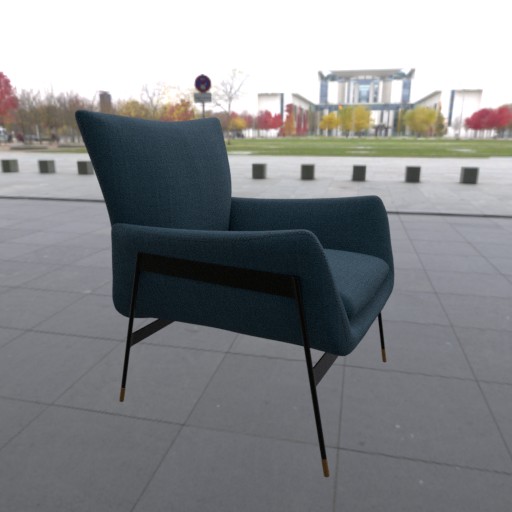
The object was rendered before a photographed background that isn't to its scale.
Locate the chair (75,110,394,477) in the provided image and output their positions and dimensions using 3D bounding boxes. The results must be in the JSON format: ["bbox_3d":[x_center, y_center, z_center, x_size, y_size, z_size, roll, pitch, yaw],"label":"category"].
[{"bbox_3d":[0.000,0.000,1.387,0.769,0.859,0.678,8,17,27],"label":"chair"}]
